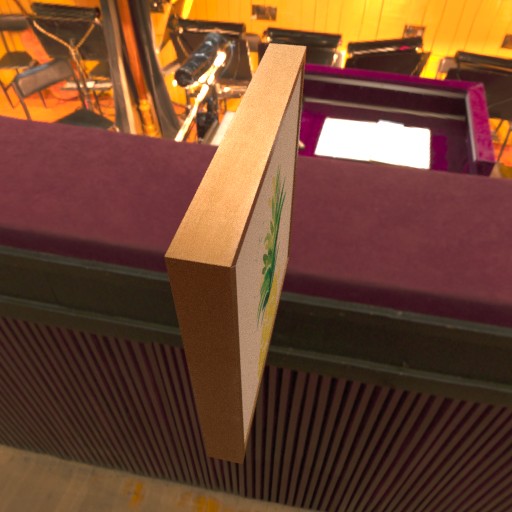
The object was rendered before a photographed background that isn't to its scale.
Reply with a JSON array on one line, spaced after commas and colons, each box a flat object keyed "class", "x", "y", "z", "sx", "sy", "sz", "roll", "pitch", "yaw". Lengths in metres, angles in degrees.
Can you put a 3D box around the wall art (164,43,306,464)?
[{"class": "wall art", "x": 0.000, "y": 0.000, "z": 0.455, "sx": 0.038, "sy": 0.305, "sz": 0.306, "roll": 9, "pitch": 47, "yaw": 8}]
